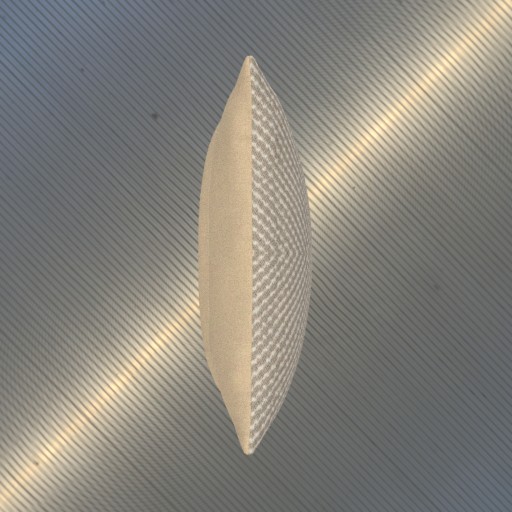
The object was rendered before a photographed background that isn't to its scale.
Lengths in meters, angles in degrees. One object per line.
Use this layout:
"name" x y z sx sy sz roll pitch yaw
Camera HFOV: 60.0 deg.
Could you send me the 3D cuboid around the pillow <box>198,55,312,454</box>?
"pillow" 0.000 0.000 0.729 0.181 0.458 0.459 0 90 -1
